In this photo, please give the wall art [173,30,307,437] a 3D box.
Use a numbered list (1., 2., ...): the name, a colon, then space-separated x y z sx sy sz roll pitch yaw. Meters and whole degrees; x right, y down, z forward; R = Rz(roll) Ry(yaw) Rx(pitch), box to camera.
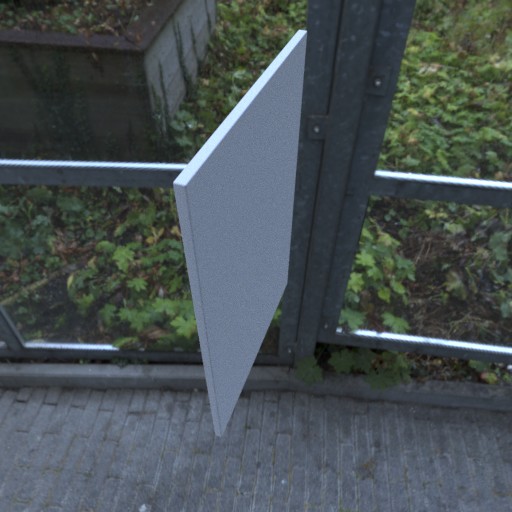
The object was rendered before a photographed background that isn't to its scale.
1. wall art: 0.000 0.000 0.613 0.011 0.482 0.329 15 48 14
